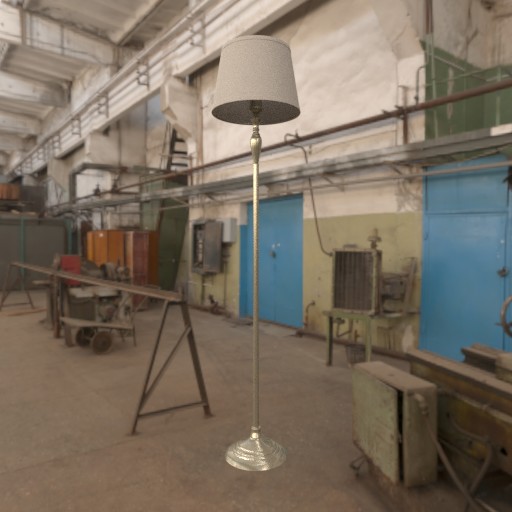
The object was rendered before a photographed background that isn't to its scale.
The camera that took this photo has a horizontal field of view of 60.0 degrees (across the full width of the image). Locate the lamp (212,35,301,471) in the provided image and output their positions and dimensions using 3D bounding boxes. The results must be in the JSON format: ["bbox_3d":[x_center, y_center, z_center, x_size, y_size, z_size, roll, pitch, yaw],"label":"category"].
[{"bbox_3d":[0.000,0.000,1.653,0.327,1.506,0.327,-1,2,-34],"label":"lamp"}]
